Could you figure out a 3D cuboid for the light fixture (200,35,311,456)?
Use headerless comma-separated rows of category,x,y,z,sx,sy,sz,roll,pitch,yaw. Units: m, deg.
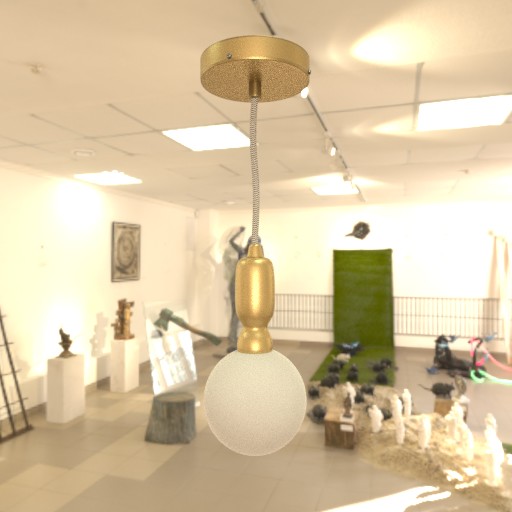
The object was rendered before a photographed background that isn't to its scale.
light fixture,0.000,0.000,0.581,0.146,0.510,0.147,0,-1,17
